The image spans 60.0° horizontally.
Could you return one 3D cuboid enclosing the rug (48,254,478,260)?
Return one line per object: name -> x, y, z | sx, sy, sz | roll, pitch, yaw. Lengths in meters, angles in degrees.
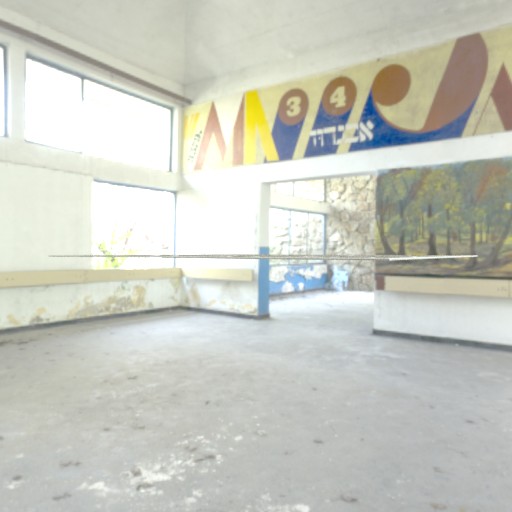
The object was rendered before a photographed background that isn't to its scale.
rug -> 0.000, 0.000, 2.816 | 2.284, 0.008, 1.522 | 0, 1, 37
